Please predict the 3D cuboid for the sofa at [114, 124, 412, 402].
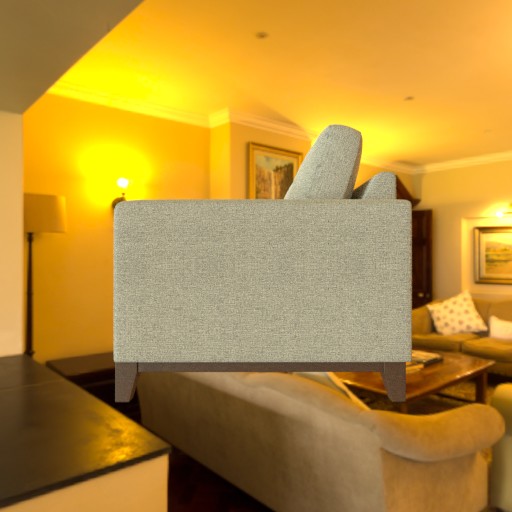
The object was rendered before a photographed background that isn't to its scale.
[{"bbox_3d":[0.000,0.000,2.007,0.917,0.873,1.420,0,0,0],"label":"sofa"}]
